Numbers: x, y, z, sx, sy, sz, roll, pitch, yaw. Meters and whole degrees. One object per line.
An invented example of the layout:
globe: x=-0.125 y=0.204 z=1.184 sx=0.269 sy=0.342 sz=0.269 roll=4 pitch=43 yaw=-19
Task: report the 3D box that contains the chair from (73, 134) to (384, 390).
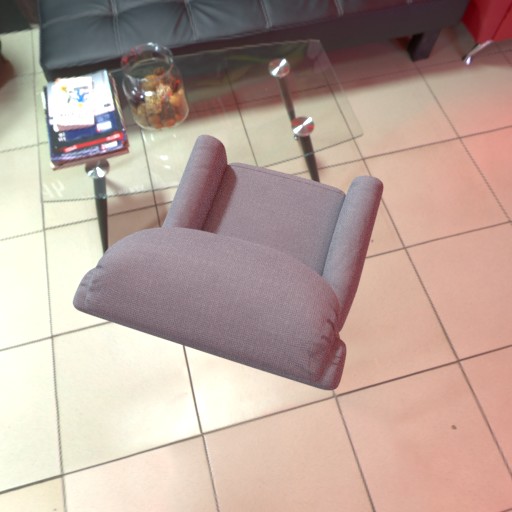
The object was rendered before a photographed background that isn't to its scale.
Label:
chair: x=0.000 y=0.000 z=1.752 sx=0.838 sy=1.054 sz=1.014 roll=16 pitch=65 yaw=8
